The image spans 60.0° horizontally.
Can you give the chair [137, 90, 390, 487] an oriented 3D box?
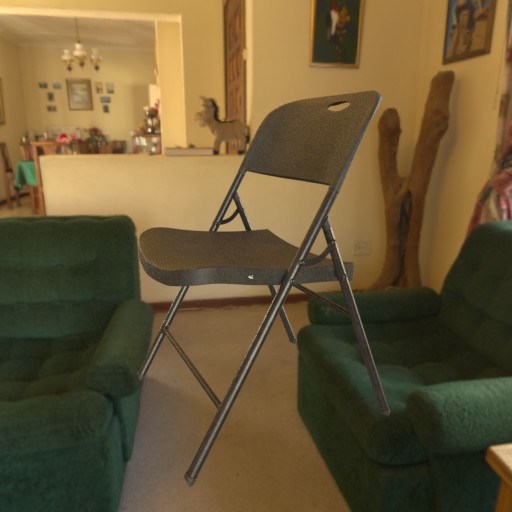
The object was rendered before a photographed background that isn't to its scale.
[{"bbox_3d":[0.000,0.000,1.145,0.566,0.810,0.494,-8,17,-26],"label":"chair"}]
